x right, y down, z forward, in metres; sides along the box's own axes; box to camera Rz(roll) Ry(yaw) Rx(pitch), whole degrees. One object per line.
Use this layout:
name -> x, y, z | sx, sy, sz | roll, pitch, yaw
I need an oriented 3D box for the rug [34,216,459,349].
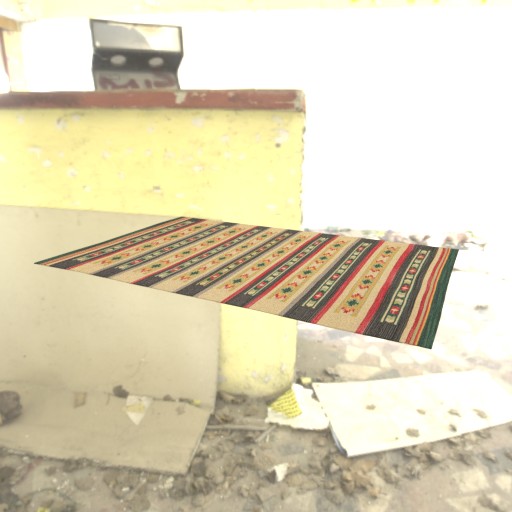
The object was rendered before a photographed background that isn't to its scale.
rug -> 0.000, 0.000, 2.858 | 2.311, 0.010, 1.522 | 9, 19, 26
